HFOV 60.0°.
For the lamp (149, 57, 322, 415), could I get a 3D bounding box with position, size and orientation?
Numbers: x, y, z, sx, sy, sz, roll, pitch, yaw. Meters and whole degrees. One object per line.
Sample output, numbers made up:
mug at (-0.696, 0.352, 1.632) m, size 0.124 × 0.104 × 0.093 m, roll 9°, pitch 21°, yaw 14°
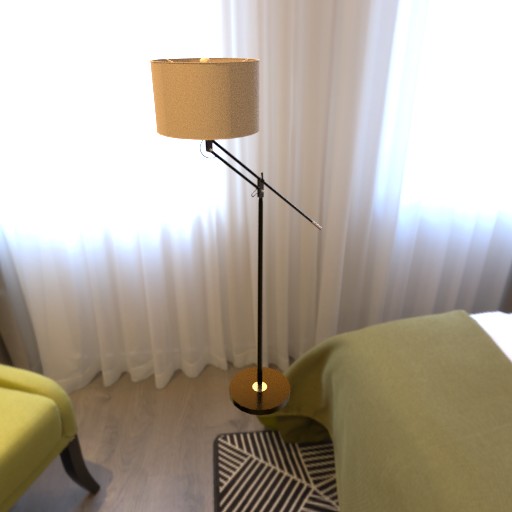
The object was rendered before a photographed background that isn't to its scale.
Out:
lamp at (0.000, 0.000, 1.990) m, size 0.809 × 1.635 × 0.373 m, roll -18°, pitch 31°, yaw -32°
